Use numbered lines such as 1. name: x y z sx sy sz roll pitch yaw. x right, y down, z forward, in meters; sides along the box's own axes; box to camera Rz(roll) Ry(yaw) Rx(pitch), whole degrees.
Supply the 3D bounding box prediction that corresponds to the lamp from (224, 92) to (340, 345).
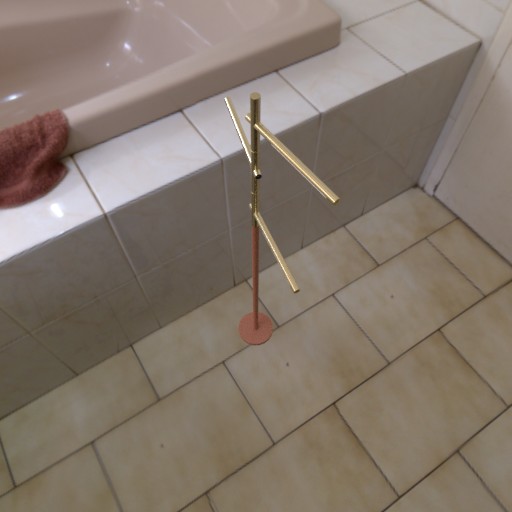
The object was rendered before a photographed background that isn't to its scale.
1. lamp: 0.000 0.000 1.972 0.209 1.704 0.737 -26 62 -15
